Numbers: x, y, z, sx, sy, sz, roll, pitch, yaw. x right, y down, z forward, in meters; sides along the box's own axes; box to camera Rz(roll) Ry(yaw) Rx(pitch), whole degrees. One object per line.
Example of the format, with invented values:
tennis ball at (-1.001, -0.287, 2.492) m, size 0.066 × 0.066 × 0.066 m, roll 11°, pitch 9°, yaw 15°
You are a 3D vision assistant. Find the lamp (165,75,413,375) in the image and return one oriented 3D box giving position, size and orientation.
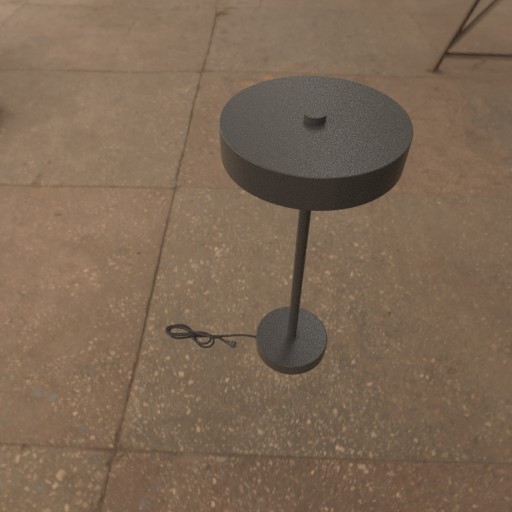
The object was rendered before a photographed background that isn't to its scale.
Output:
lamp at (0.000, 0.000, 0.711) m, size 0.369 × 0.508 × 0.229 m, roll 3°, pitch 47°, yaw 3°
